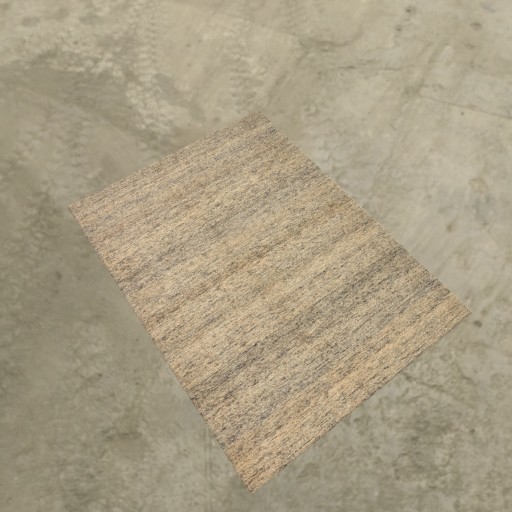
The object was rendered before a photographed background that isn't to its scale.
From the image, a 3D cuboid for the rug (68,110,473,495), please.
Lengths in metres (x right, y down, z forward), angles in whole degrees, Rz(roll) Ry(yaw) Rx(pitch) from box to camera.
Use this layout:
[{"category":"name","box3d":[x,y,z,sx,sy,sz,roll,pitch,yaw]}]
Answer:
[{"category":"rug","box3d":[0.000,0.000,4.214,2.414,0.036,3.199,-32,65,-17]}]
